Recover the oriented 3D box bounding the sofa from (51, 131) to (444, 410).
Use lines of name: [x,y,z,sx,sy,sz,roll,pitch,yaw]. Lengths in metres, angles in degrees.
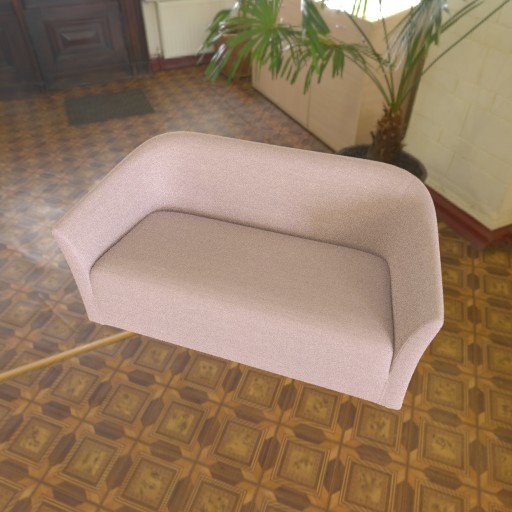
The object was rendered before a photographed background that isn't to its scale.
sofa: [0.000,0.000,1.919,1.452,0.721,0.705,13,43,14]
